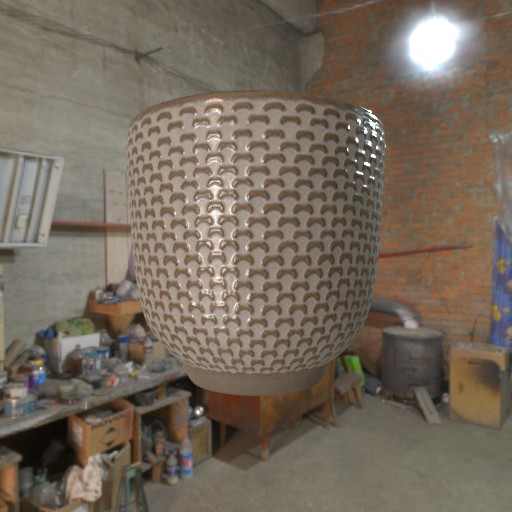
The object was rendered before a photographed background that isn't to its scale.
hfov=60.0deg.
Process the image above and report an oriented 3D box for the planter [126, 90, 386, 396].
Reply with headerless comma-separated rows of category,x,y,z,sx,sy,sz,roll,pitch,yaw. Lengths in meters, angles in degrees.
planter,0.000,0.000,0.350,0.197,0.191,0.197,0,0,0
